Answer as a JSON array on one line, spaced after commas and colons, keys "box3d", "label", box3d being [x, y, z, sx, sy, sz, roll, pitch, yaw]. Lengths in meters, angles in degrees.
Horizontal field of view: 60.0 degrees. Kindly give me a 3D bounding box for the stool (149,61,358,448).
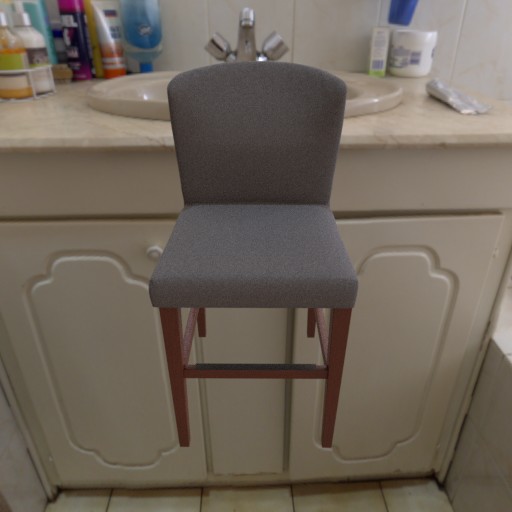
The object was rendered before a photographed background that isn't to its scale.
[{"box3d": [0.000, 0.000, 1.256, 0.481, 0.968, 0.568, 0, 29, 0], "label": "stool"}]
